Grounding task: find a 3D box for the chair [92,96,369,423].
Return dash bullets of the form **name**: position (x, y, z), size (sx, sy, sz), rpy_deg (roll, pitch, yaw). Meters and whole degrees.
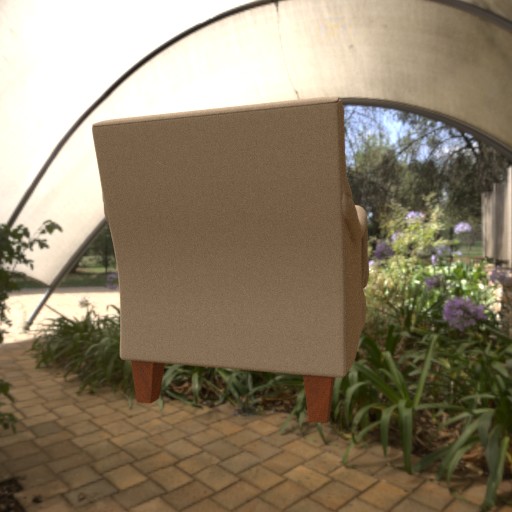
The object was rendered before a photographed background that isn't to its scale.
- **chair**: position (0.000, 0.000, 1.866), size (0.895, 1.076, 1.078), rpy_deg (0, 0, 17)
